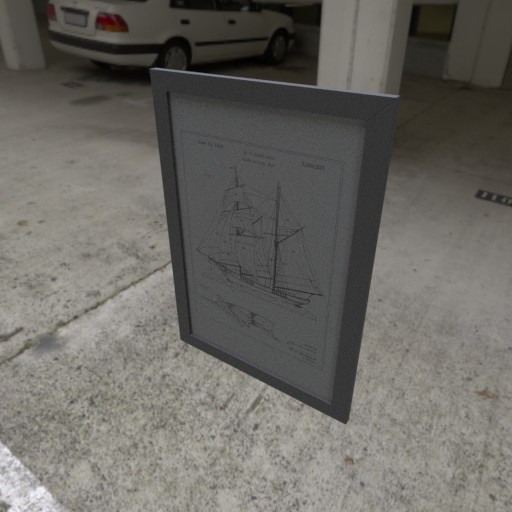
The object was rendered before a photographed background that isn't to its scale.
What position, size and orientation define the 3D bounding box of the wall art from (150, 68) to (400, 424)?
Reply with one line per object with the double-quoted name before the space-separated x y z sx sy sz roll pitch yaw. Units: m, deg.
"wall art" 0.000 0.000 0.715 0.380 0.534 0.013 19 36 29
